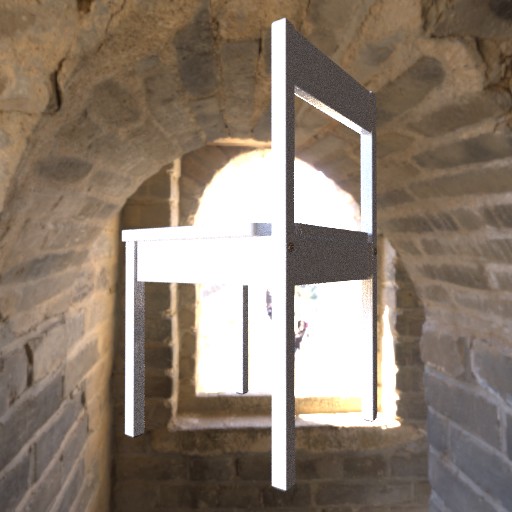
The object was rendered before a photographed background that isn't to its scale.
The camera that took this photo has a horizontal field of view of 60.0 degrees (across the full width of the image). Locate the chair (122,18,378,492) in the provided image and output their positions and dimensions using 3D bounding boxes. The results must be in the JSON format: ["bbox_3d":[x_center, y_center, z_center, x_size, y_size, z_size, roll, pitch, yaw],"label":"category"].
[{"bbox_3d":[0.000,0.000,0.868,0.361,0.668,0.367,-1,-1,35],"label":"chair"}]
